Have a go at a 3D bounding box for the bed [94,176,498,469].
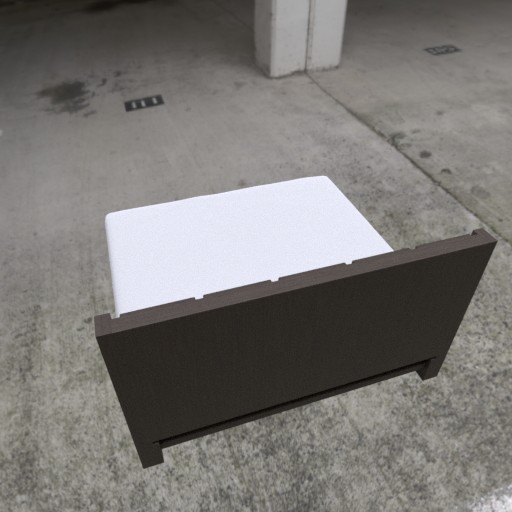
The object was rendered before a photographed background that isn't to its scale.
[{"bbox_3d":[0.000,0.000,3.315,2.134,1.270,2.012,-12,42,-14],"label":"bed"}]
